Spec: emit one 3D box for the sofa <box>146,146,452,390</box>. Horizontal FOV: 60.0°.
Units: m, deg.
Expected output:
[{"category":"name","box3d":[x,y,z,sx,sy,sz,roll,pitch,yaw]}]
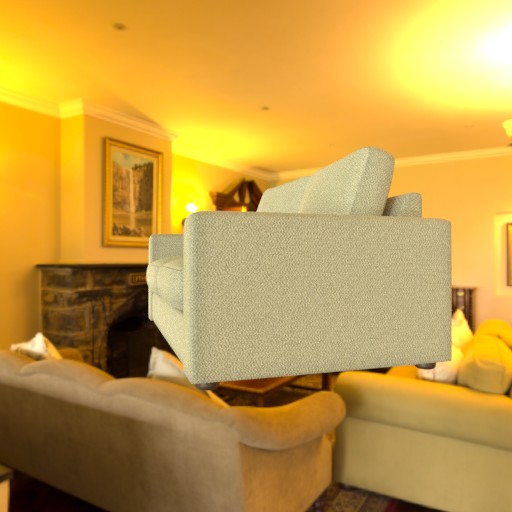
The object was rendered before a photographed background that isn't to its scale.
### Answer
[{"category":"sofa","box3d":[0.000,0.000,2.252,1.016,0.873,1.616,0,0,-18]}]
